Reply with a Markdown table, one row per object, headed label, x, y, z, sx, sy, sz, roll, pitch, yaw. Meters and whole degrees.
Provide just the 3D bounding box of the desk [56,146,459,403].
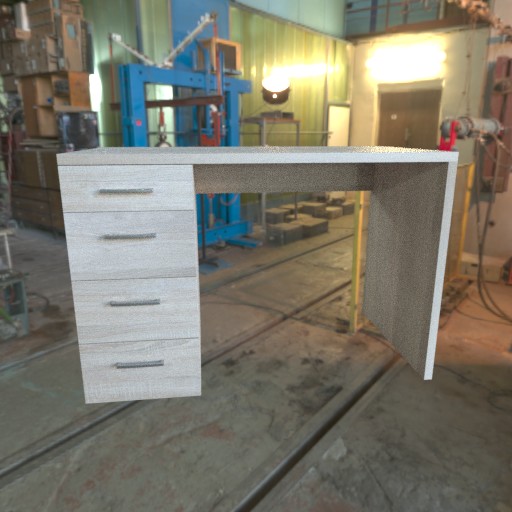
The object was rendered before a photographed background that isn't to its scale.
| label | x | y | z | sx | sy | sz | roll | pitch | yaw |
| --- | --- | --- | --- | --- | --- | --- | --- | --- | --- |
| desk | 0.000 | 0.000 | 1.562 | 1.100 | 0.731 | 0.600 | -2 | 16 | -7 |
